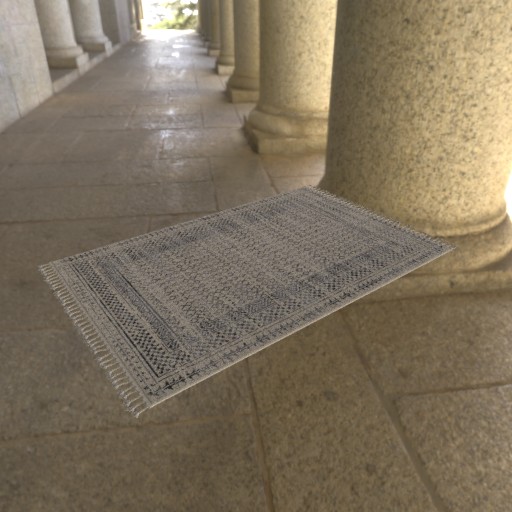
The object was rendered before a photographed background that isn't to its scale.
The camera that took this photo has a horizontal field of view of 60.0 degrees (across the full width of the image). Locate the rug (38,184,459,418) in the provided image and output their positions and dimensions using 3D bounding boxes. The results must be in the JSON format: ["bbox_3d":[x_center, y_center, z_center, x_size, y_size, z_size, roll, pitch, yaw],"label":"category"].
[{"bbox_3d":[0.000,0.000,3.033,2.486,0.013,1.548,-21,36,-32],"label":"rug"}]
